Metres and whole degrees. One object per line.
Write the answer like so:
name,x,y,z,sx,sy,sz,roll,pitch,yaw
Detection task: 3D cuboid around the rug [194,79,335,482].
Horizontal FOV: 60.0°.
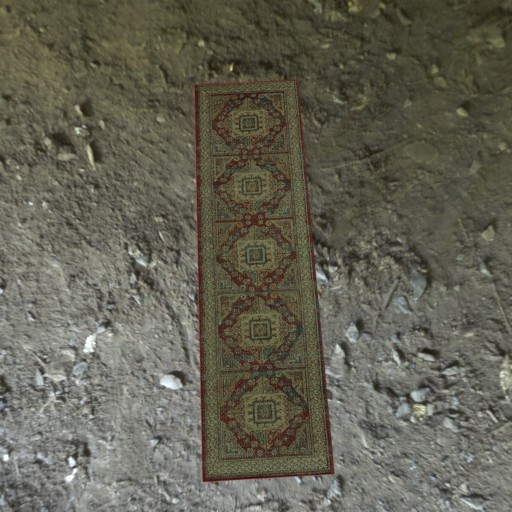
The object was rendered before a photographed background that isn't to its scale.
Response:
rug,0.000,0.000,2.505,0.659,0.015,2.292,-3,74,-1
